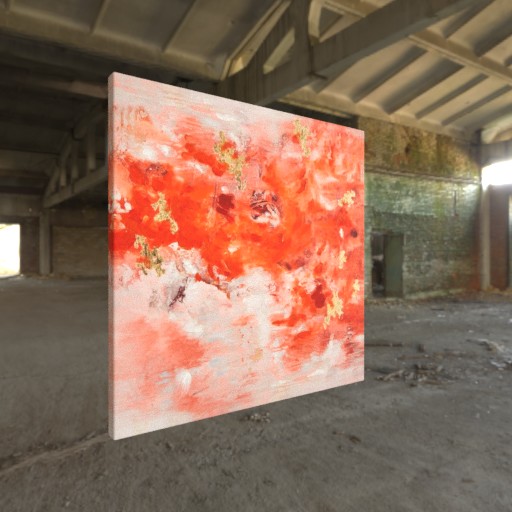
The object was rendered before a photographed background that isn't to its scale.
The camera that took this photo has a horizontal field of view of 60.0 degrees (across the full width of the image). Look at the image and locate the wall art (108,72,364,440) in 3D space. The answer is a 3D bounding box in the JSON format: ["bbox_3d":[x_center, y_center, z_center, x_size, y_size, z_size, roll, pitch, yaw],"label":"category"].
[{"bbox_3d":[0.000,0.000,1.134,0.747,0.746,0.064,0,0,-35],"label":"wall art"}]
